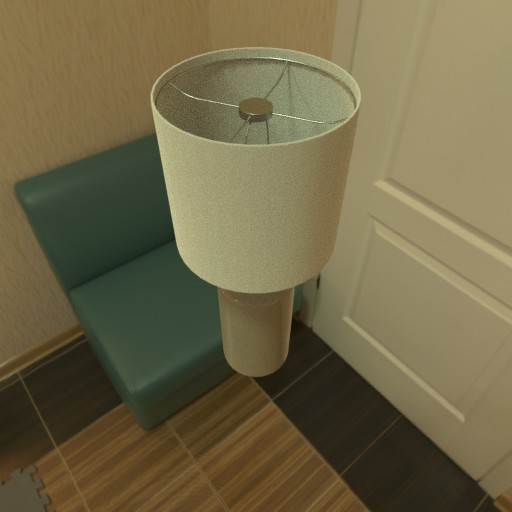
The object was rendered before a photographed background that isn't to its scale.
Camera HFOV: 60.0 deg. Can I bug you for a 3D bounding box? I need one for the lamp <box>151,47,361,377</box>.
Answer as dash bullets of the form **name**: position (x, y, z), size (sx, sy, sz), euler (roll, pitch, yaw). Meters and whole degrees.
- **lamp**: position (0.000, 0.000, 0.628), size (0.212, 0.493, 0.212), euler (16, 48, 15)
